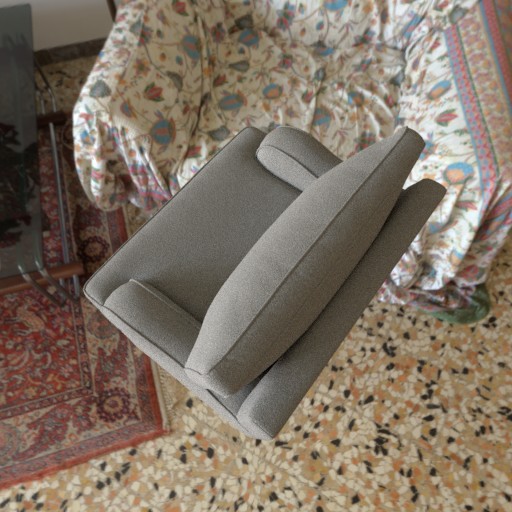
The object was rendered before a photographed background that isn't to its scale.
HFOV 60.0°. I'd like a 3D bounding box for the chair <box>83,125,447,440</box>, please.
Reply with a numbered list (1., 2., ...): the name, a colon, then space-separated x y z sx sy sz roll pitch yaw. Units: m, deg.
1. chair: 0.000 0.000 1.976 1.040 1.016 1.220 35 69 16
